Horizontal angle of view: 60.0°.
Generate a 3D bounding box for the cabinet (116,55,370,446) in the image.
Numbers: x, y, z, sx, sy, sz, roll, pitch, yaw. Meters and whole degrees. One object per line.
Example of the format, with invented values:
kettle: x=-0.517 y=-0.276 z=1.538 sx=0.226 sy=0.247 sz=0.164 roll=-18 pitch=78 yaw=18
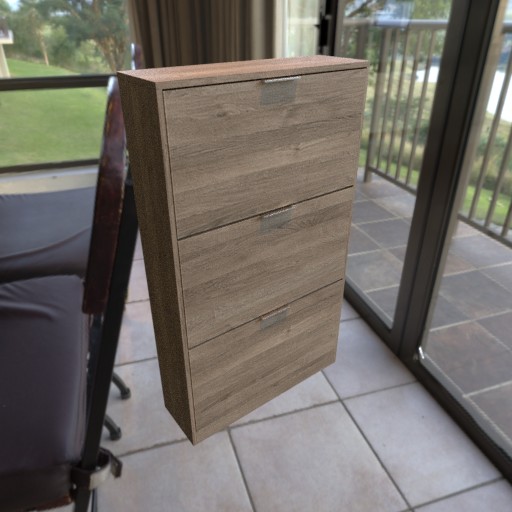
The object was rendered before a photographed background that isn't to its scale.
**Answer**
cabinet: x=0.000 y=0.000 z=1.614 sx=0.750 sy=1.280 sz=0.250 roll=-20 pitch=35 yaw=-31
